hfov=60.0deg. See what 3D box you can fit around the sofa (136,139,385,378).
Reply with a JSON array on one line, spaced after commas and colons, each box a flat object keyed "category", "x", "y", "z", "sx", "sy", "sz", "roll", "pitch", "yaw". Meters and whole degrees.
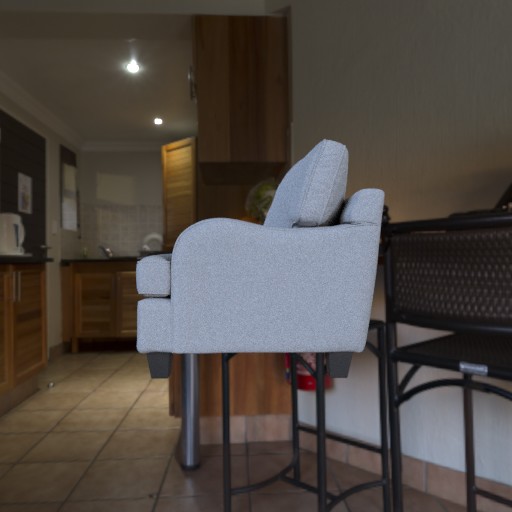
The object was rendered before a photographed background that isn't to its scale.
[{"category": "sofa", "x": 0.000, "y": 0.000, "z": 2.910, "sx": 1.016, "sy": 0.997, "sz": 2.323, "roll": 0, "pitch": 0, "yaw": -1}]
